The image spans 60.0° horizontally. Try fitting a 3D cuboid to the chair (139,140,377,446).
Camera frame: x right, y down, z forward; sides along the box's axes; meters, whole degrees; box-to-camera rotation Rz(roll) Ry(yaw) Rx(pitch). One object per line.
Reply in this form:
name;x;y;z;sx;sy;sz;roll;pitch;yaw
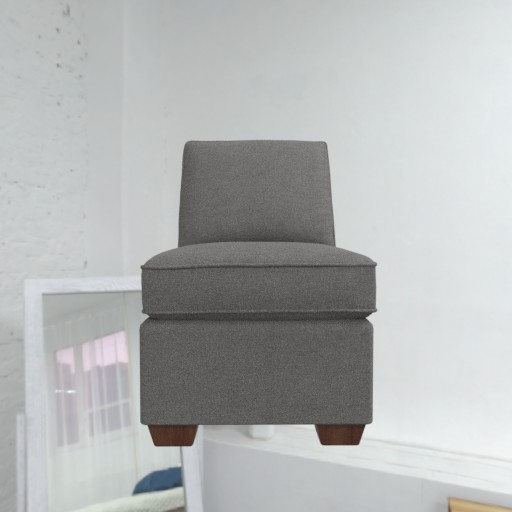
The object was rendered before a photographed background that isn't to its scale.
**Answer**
chair;0.000;0.000;1.553;0.621;0.970;0.938;0;1;0
